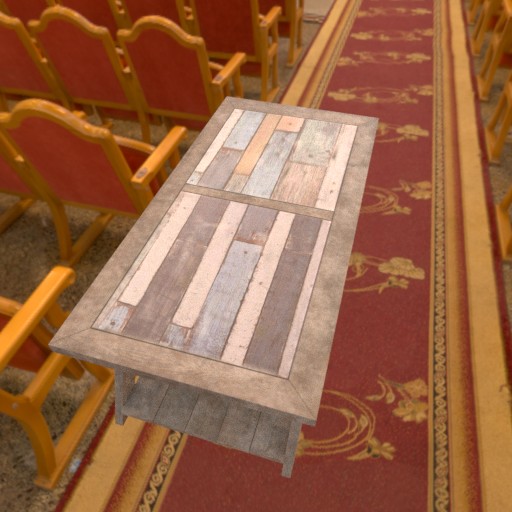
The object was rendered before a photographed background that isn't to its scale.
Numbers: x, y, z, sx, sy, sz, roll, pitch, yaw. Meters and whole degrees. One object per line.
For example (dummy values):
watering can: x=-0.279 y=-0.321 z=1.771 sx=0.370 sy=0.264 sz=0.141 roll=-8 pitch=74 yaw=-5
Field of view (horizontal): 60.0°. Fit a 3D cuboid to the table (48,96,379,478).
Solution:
table: x=0.000 y=0.000 z=1.505 sx=0.610 sy=0.470 sz=1.219 roll=12 pitch=48 yaw=11
